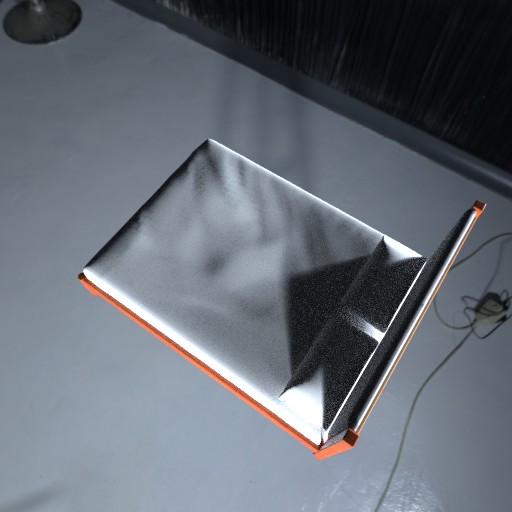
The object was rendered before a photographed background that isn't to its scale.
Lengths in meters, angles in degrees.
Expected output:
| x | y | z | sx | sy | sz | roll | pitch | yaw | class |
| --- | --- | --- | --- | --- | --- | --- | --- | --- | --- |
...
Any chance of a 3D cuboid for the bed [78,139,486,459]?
| x | y | z | sx | sy | sz | roll | pitch | yaw | class |
| --- | --- | --- | --- | --- | --- | --- | --- | --- | --- |
| 0.000 | 0.000 | 3.025 | 2.117 | 1.165 | 1.566 | 32 | 67 | 15 | bed |
